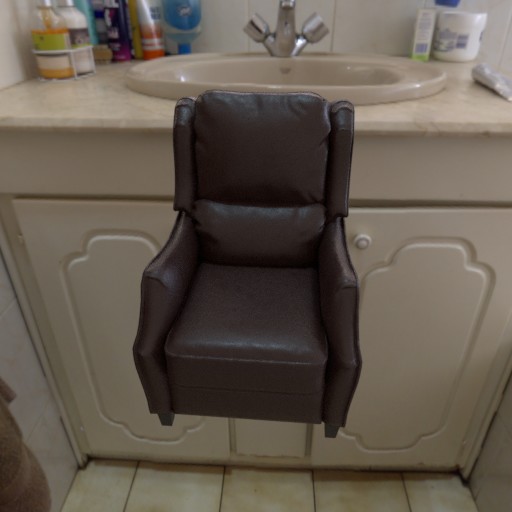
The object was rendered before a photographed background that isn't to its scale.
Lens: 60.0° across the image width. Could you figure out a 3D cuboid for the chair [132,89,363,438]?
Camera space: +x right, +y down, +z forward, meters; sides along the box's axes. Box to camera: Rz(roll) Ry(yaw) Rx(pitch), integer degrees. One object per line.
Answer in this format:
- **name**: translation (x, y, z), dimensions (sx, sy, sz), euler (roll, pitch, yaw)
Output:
- **chair**: translation (0.000, 0.000, 1.762), dimensions (0.770, 1.132, 0.982), euler (3, 31, 4)
